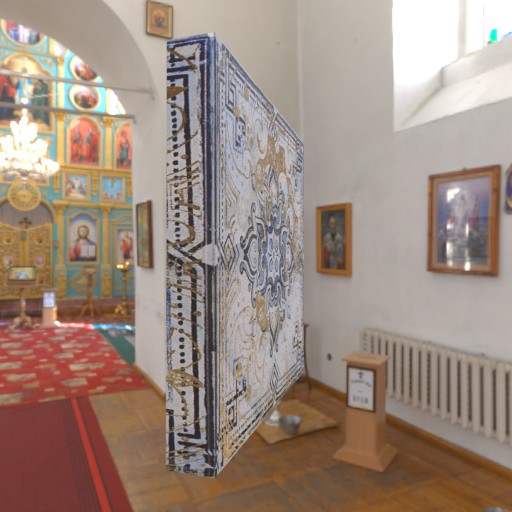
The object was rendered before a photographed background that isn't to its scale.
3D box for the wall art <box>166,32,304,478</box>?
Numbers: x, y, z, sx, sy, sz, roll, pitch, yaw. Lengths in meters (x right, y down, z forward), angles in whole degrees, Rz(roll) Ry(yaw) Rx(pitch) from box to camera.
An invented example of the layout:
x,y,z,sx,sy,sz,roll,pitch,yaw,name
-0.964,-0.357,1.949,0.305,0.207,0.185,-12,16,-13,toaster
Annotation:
x,y,z,sx,sy,sz,roll,pitch,yaw,name
0.000,0.000,0.452,0.038,0.306,0.302,0,-1,18,wall art
